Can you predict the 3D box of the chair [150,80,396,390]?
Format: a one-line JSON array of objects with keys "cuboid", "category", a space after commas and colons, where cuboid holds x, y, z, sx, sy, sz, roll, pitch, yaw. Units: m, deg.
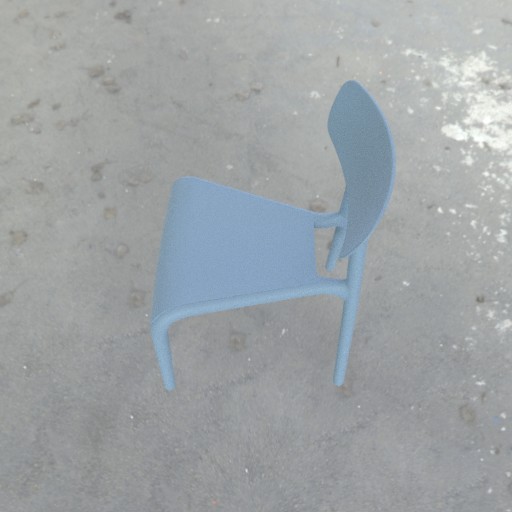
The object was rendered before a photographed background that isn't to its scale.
[{"cuboid": [0.000, 0.000, 0.833, 0.401, 0.580, 0.356, 1, 58, 1], "category": "chair"}]
